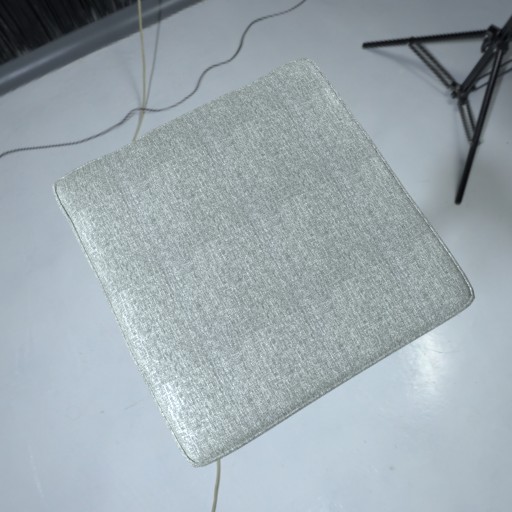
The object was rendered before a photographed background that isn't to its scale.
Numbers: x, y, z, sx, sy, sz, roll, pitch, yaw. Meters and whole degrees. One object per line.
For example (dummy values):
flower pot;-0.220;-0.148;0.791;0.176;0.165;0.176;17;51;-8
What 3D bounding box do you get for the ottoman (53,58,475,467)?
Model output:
ottoman;0.000;0.000;1.316;0.838;0.481;0.838;-29;78;-7
